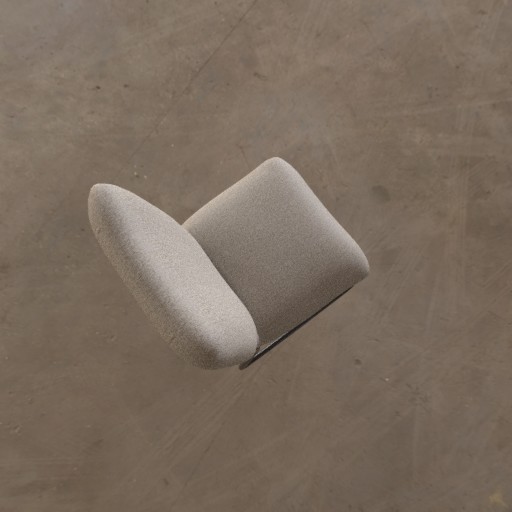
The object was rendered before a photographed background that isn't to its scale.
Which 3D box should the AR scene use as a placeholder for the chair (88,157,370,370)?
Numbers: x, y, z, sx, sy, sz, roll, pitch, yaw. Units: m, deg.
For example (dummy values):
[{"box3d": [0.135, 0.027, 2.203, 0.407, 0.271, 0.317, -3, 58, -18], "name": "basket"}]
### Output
[{"box3d": [0.000, 0.000, 1.205, 0.560, 0.864, 0.448, -36, 78, -9], "name": "chair"}]
